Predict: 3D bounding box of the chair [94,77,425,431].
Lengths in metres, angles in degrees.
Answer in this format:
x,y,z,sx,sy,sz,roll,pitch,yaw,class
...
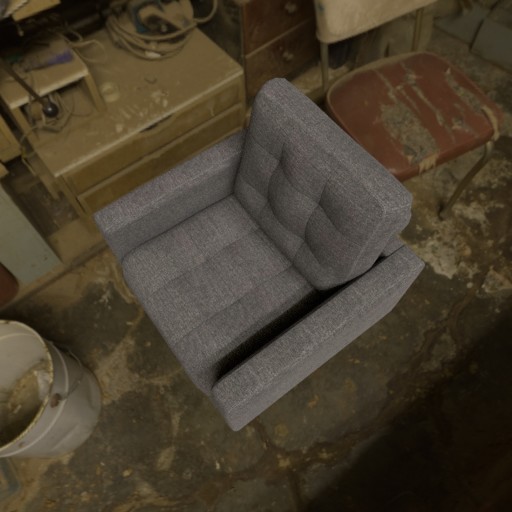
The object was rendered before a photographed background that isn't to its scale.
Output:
x,y,z,sx,sy,sz,roll,pitch,yaw,class
0.000,0.000,1.576,0.843,0.880,0.821,-33,68,-16,chair
